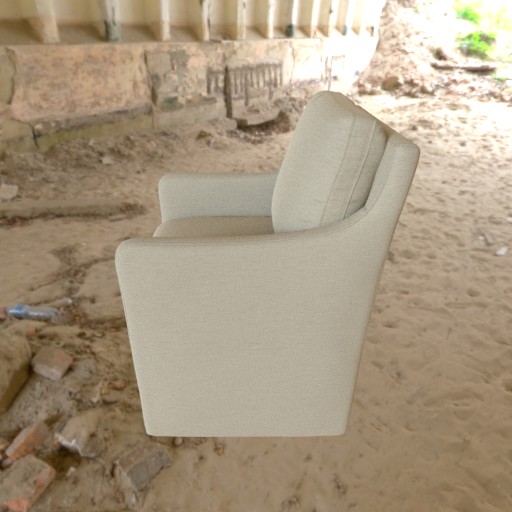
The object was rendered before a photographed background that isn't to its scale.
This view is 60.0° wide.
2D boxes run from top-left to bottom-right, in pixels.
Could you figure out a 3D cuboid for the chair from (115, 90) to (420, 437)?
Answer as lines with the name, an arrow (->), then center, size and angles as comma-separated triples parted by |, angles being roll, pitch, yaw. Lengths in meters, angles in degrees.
chair -> 0.000, 0.000, 1.359 | 0.694, 0.914, 0.626 | 0, 27, 0
